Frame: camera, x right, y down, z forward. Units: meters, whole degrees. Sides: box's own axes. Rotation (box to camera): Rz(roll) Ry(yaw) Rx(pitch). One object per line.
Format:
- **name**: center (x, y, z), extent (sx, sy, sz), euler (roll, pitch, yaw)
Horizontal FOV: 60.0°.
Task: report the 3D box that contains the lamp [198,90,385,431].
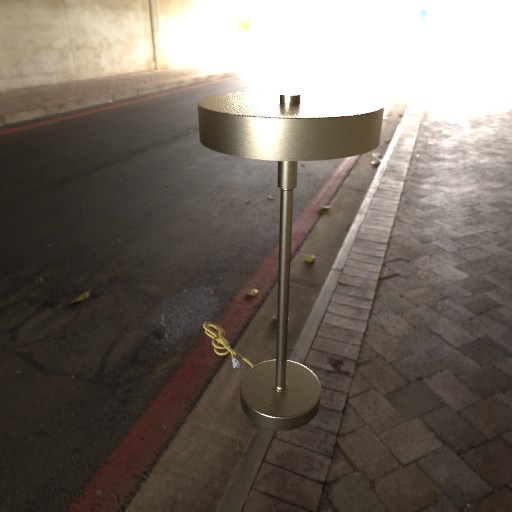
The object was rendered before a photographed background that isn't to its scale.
- **lamp**: center (0.000, 0.000, 0.714), extent (0.229, 0.508, 0.369), euler (-19, 33, -32)
